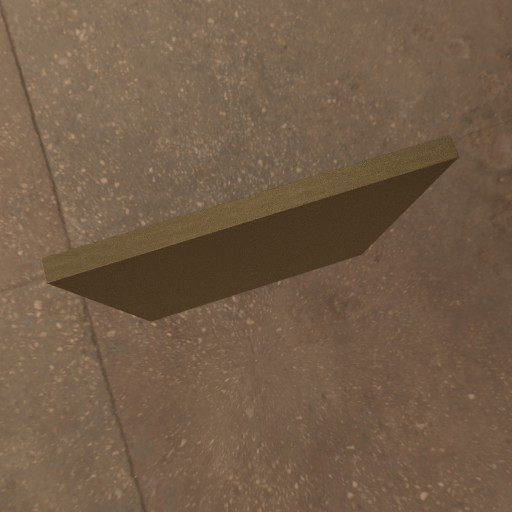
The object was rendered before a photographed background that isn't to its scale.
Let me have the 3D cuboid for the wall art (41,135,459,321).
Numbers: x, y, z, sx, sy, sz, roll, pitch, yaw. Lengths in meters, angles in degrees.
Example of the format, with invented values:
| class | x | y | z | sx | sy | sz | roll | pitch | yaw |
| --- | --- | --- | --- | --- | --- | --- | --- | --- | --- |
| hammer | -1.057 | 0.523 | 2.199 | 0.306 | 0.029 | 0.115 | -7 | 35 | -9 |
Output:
| class | x | y | z | sx | sy | sz | roll | pitch | yaw |
| --- | --- | --- | --- | --- | --- | --- | --- | --- | --- |
| wall art | 0.000 | 0.000 | 0.762 | 0.503 | 0.506 | 0.031 | -17 | 77 | -4 |
